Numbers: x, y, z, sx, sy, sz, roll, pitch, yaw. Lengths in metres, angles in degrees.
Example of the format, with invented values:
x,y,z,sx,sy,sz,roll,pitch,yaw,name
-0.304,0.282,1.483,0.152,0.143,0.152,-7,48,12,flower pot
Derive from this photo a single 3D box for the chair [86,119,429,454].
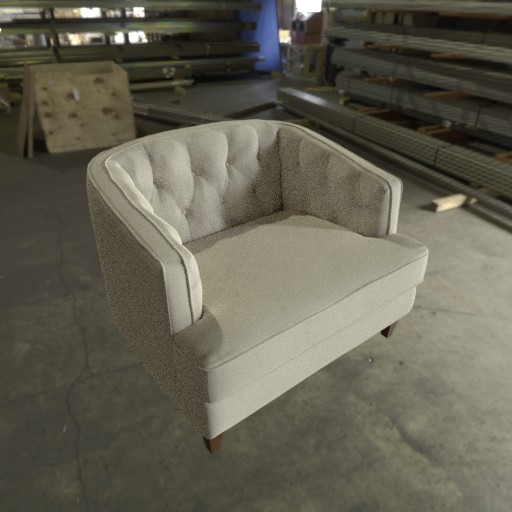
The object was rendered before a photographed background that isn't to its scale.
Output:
x,y,z,sx,sy,sz,roll,pitch,yaw,name
0.000,0.000,1.782,1.104,0.852,0.941,-22,37,-32,chair
